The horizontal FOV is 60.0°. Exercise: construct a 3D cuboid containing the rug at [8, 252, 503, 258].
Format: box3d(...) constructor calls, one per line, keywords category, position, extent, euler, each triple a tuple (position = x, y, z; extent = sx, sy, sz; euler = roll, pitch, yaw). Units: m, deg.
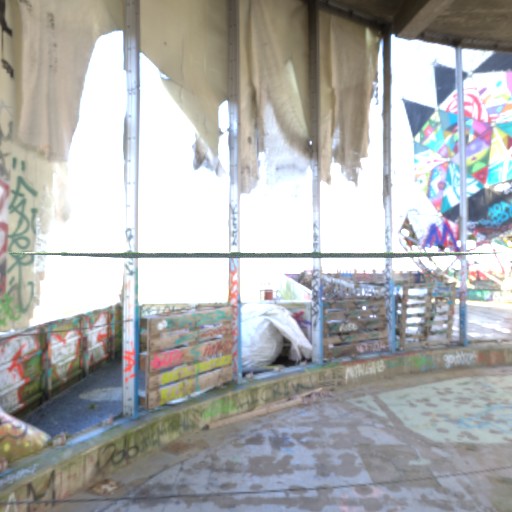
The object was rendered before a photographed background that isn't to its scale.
box3d(category="rug", position=(0.000, 0.000, 2.240), extent=(1.826, 0.006, 1.220), euler=(0, -1, 0))
